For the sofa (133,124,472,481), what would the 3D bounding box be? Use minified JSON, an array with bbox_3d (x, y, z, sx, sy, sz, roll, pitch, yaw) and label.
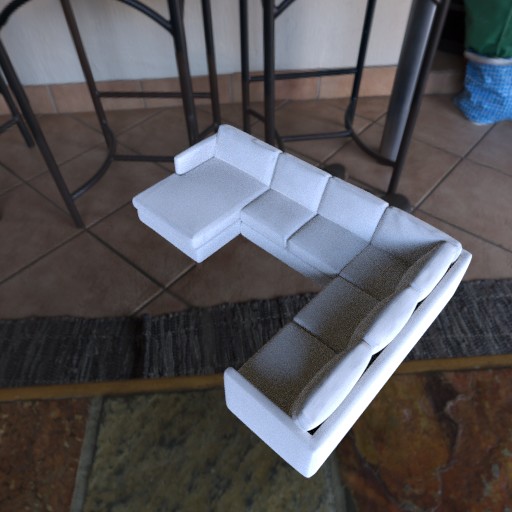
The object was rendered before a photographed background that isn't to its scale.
[{"bbox_3d":[0.000,0.000,4.644,3.459,0.956,2.593,34,55,27],"label":"sofa"}]
